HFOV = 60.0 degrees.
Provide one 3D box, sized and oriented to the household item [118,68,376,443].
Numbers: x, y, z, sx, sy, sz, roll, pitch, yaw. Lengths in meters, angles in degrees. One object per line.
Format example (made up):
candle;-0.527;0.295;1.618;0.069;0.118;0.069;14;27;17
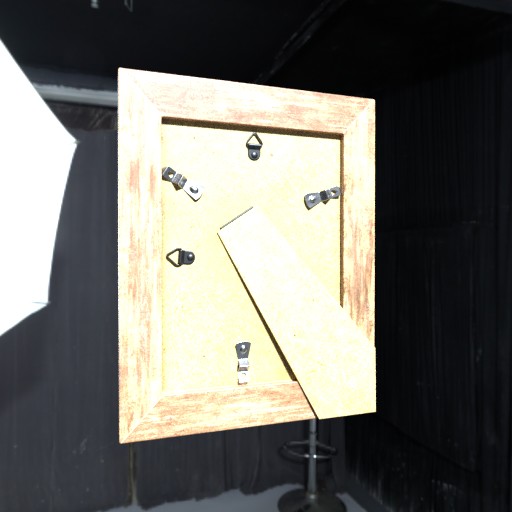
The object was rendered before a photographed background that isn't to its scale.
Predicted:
household item;0.000;0.000;0.314;0.186;0.237;0.018;0;1;-18
